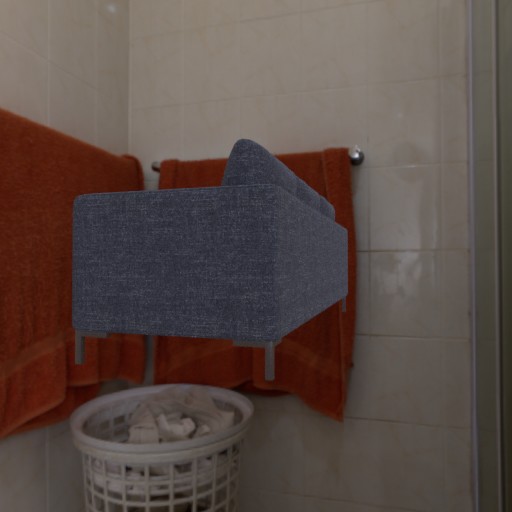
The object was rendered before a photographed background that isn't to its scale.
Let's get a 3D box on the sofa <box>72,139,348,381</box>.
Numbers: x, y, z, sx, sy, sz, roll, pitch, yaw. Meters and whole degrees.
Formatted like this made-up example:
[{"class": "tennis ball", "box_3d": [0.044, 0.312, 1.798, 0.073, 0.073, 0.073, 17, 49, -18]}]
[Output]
[{"class": "sofa", "box_3d": [0.000, 0.000, 2.665, 0.859, 0.874, 2.218, 0, -1, 18]}]
